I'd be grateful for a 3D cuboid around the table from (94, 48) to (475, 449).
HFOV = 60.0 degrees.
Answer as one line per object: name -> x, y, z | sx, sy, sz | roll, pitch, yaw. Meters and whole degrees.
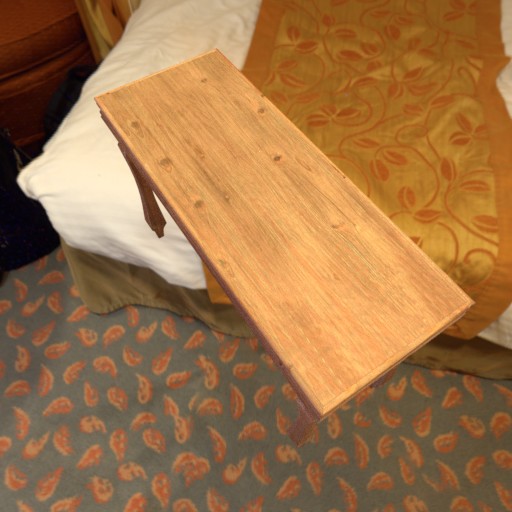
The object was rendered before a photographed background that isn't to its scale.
table -> 0.000, 0.000, 1.763 | 0.522, 0.873, 1.330 | -30, 63, -17
